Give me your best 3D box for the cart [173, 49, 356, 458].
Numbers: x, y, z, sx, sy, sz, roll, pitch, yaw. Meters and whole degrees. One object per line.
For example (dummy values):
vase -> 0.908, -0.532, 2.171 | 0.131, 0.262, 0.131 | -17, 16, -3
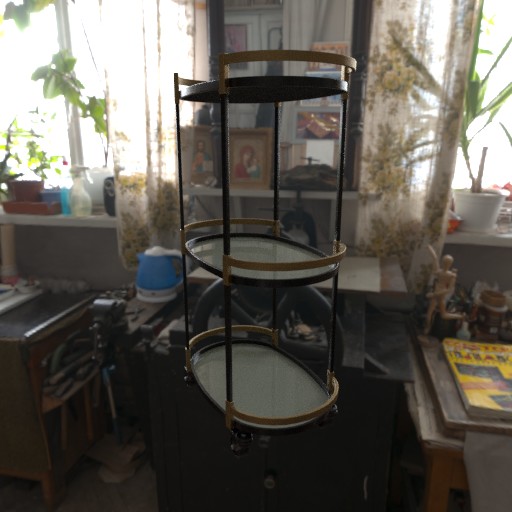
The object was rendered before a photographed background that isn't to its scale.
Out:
cart -> 0.000, 0.000, 1.128 | 0.311, 0.885, 0.515 | -8, 17, -26
